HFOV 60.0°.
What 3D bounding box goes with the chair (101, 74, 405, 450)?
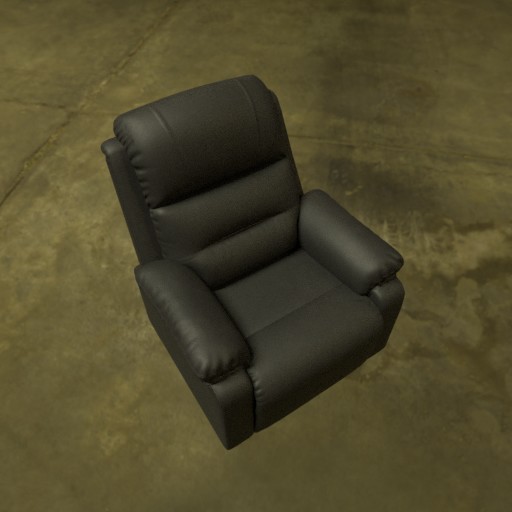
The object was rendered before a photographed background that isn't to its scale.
[{"bbox_3d":[0.000,0.000,1.664,0.855,0.992,0.919,-26,53,-22],"label":"chair"}]
